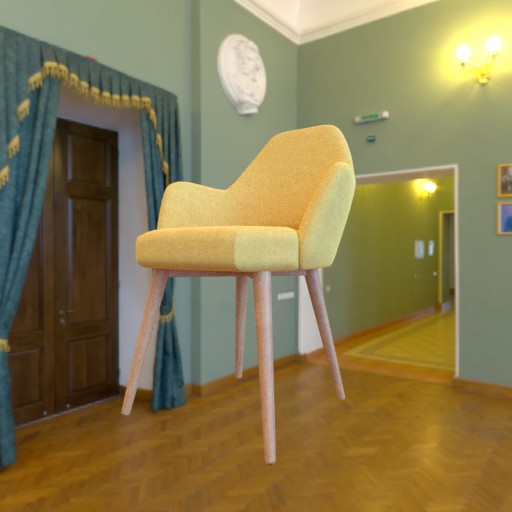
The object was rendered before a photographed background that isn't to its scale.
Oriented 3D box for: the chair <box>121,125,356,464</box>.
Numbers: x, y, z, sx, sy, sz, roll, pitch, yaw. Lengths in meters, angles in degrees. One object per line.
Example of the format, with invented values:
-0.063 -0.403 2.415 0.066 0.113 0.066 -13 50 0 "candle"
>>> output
0.000 0.000 1.253 0.590 0.840 0.610 1 1 36 "chair"
